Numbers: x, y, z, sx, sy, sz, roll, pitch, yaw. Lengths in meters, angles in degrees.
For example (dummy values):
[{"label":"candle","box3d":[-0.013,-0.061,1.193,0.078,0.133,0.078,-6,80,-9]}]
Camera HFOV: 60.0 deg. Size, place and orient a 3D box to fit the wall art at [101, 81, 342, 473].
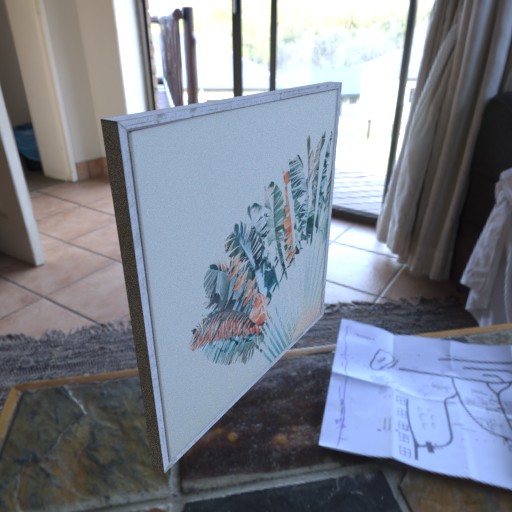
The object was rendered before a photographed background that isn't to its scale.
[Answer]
[{"label":"wall art","box3d":[0.000,0.000,1.104,0.038,0.757,0.760,17,31,31]}]
